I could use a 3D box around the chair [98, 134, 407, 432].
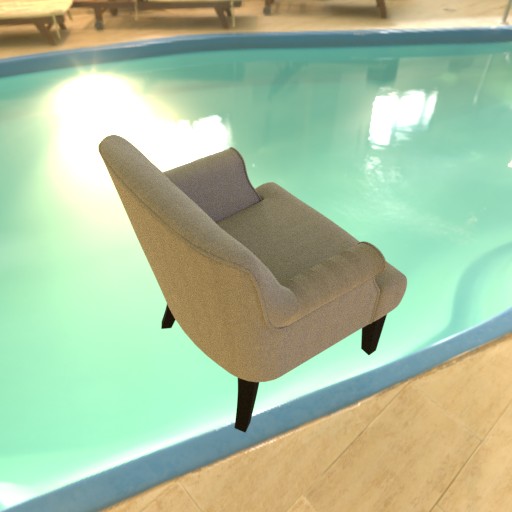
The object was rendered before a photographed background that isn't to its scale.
[{"bbox_3d":[0.000,0.000,1.483,0.755,0.880,0.772,-27,49,-26],"label":"chair"}]
